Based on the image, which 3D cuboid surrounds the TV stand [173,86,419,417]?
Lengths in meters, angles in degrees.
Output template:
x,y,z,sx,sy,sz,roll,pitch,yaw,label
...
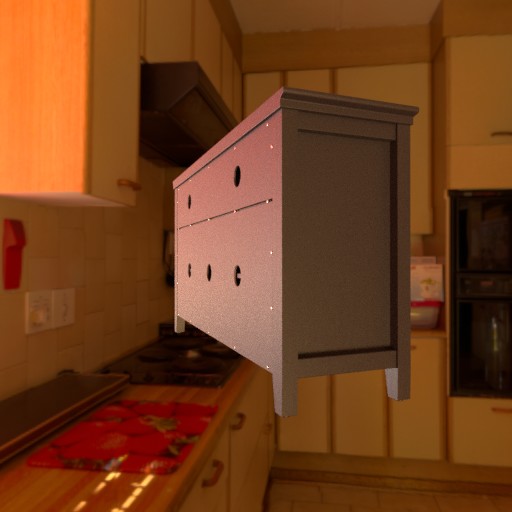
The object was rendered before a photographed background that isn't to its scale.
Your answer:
x,y,z,sx,sy,sz,roll,pitch,yaw,label
0.000,0.000,1.513,0.347,0.681,1.198,0,0,-21,TV stand
